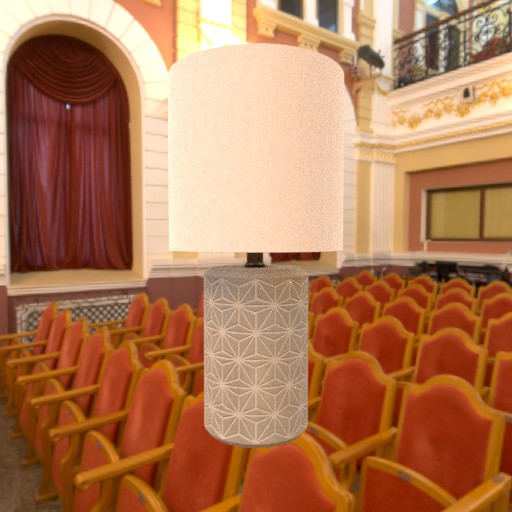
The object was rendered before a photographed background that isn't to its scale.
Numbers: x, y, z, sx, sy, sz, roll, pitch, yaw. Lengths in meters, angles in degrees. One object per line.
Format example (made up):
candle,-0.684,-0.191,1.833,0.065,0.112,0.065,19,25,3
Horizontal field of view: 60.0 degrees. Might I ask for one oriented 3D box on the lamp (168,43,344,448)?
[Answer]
lamp,0.000,0.000,0.535,0.206,0.416,0.206,-1,3,-36
